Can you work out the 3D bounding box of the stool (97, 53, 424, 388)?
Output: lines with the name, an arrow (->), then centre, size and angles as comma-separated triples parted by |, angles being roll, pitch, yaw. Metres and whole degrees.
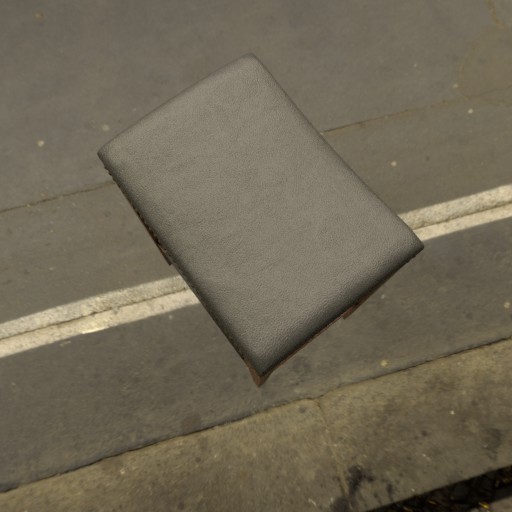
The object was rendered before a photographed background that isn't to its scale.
stool -> 0.000, 0.000, 1.042 | 0.361, 0.765, 0.500 | -36, 78, -9
